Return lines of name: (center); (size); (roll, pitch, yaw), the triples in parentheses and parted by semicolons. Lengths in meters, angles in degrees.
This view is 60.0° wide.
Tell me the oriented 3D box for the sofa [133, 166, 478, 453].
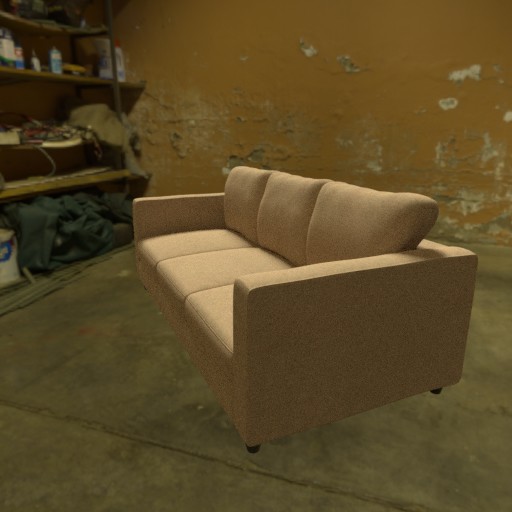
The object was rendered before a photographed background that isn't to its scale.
sofa: (0.000, 0.000, 2.265); (0.930, 0.800, 1.855); (-7, 17, -24)
